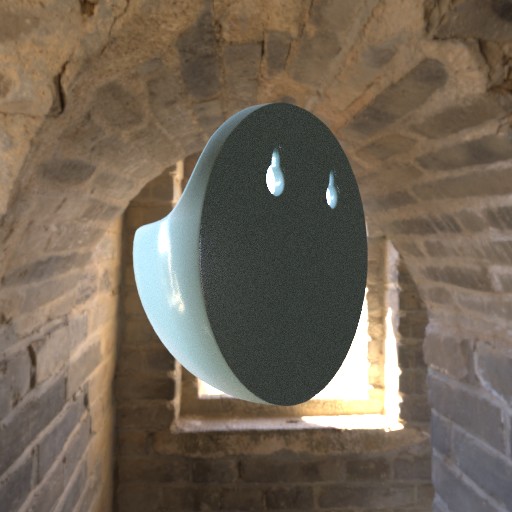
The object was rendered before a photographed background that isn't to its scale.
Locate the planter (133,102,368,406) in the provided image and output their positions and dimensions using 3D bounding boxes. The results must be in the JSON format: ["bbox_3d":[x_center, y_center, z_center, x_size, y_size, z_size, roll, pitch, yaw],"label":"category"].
[{"bbox_3d":[0.000,0.000,0.269,0.073,0.164,0.189,-1,-1,36],"label":"planter"}]
